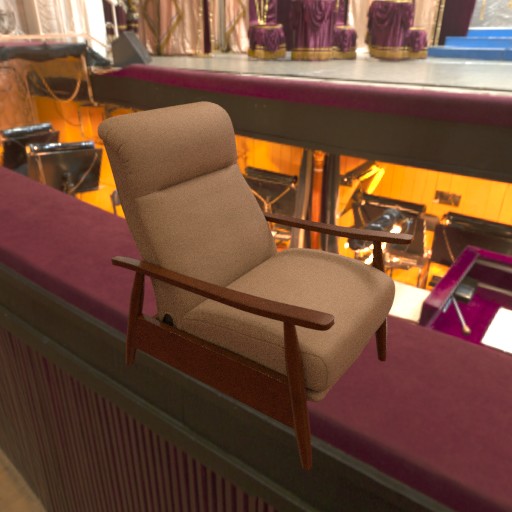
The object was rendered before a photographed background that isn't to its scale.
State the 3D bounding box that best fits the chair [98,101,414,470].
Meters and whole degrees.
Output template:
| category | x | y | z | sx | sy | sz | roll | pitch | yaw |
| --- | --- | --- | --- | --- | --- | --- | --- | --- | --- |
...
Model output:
| category | x | y | z | sx | sy | sz | roll | pitch | yaw |
| --- | --- | --- | --- | --- | --- | --- | --- | --- | --- |
| chair | 0.000 | 0.000 | 1.808 | 1.030 | 1.082 | 0.762 | 18 | 32 | 31 |
